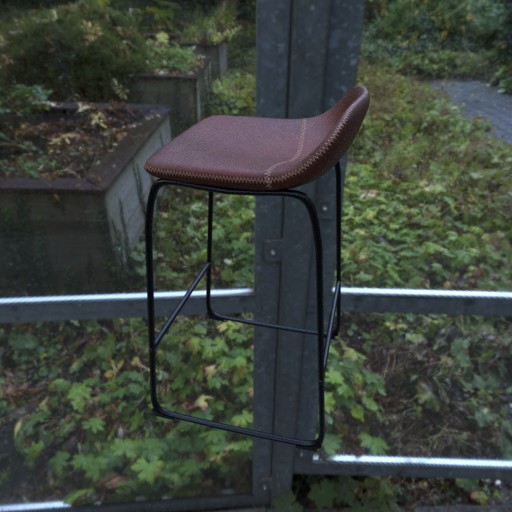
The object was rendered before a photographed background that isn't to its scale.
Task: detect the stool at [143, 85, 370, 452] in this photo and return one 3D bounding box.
[{"bbox_3d":[0.000,0.000,1.143,0.473,0.830,0.454,8,32,12],"label":"stool"}]
